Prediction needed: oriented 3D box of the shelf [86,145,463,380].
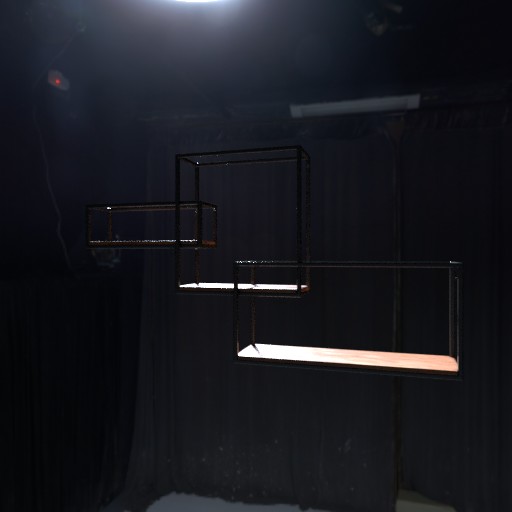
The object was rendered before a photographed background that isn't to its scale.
[{"bbox_3d":[0.000,0.000,2.125,1.781,0.972,0.275,0,0,17],"label":"shelf"}]
